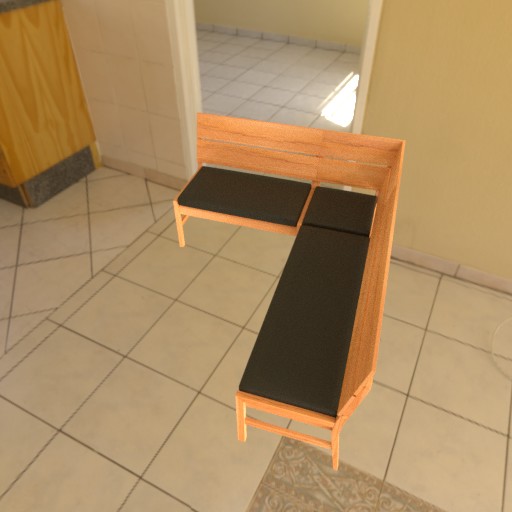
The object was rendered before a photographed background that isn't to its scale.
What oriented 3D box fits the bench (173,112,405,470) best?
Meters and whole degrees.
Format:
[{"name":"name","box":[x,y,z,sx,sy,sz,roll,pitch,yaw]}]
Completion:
[{"name":"bench","box":[0.000,0.000,2.821,1.548,0.890,1.948,12,43,13]}]
